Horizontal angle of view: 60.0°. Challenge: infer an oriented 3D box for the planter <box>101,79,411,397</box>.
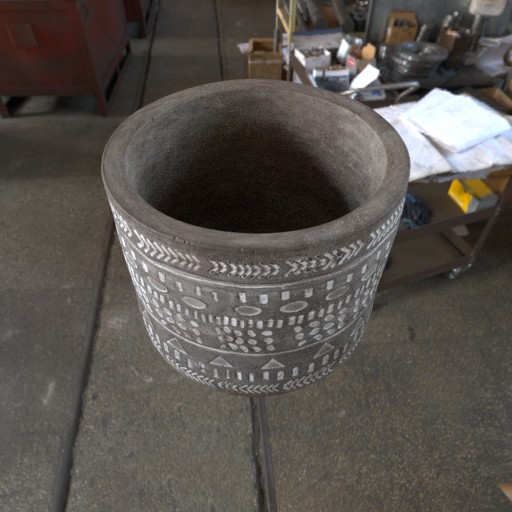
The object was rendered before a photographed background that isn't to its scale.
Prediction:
[{"bbox_3d":[0.000,0.000,0.222,0.122,0.128,0.122,0,46,0],"label":"planter"}]
